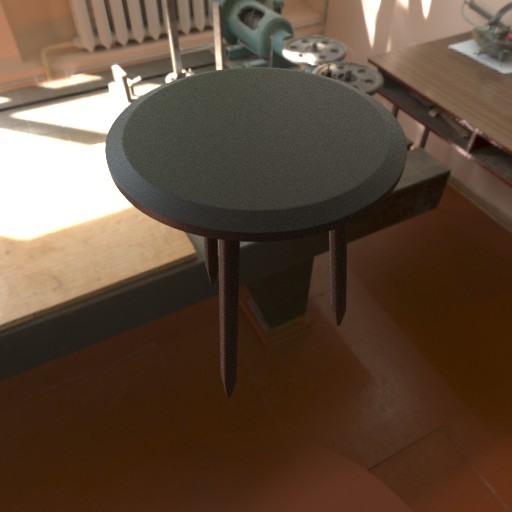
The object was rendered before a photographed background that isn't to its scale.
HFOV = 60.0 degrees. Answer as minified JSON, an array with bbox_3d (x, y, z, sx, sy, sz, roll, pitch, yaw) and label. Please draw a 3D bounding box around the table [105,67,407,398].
[{"bbox_3d":[0.000,0.000,0.892,0.457,0.585,0.457,0,47,0],"label":"table"}]
